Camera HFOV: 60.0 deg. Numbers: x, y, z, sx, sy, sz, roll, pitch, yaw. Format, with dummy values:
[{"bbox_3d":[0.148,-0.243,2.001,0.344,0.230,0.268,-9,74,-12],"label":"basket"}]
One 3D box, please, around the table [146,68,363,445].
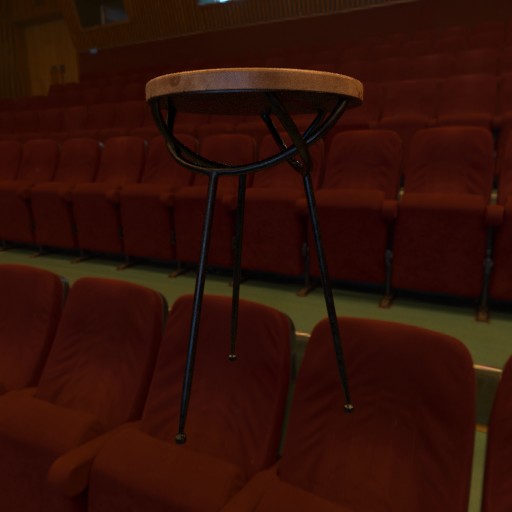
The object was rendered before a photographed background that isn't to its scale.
[{"bbox_3d":[0.000,0.000,0.925,0.418,0.664,0.414,6,14,25],"label":"table"}]
